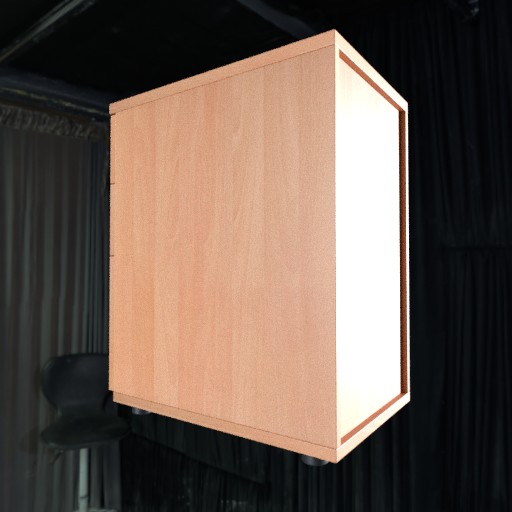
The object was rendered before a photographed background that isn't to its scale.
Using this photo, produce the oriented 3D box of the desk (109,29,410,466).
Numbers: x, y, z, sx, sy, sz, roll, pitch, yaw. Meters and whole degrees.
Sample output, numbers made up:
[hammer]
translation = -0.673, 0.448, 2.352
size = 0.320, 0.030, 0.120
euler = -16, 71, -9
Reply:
[desk]
translation = 0.000, 0.000, 1.056
size = 0.600, 0.730, 0.404
euler = -1, -2, 35
